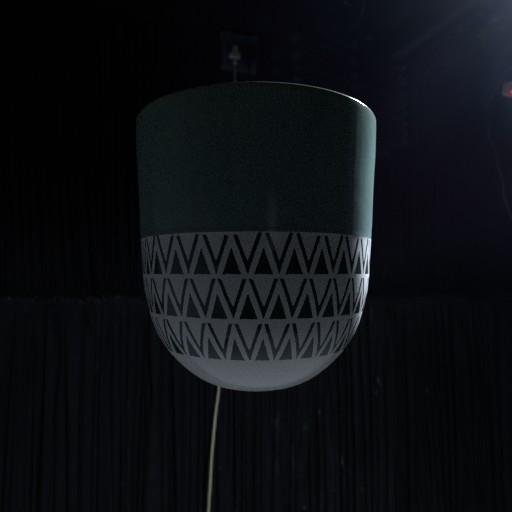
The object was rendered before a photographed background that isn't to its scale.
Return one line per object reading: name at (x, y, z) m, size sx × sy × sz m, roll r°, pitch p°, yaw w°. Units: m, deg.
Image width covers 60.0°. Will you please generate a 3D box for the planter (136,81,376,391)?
planter at (0.000, 0.000, 0.375) m, size 0.198 × 0.214 × 0.198 m, roll 0°, pitch -2°, yaw 0°
